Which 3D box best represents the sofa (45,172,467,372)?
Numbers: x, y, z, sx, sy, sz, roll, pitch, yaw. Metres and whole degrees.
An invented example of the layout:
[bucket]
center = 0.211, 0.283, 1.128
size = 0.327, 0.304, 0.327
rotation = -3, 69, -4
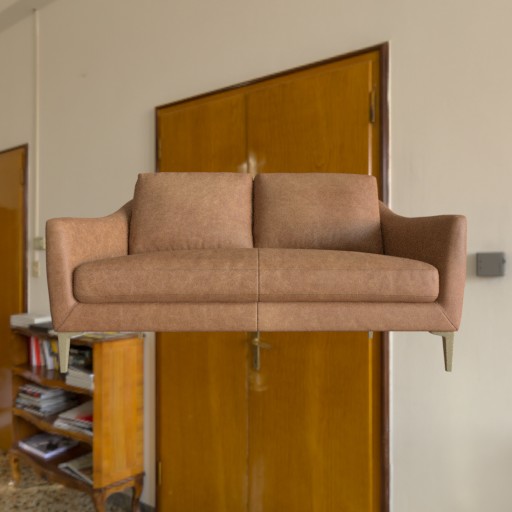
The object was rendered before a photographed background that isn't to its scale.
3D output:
[sofa]
center = 0.000, 0.000, 2.145
size = 1.619, 0.902, 0.960
rotation = 0, 0, 0
